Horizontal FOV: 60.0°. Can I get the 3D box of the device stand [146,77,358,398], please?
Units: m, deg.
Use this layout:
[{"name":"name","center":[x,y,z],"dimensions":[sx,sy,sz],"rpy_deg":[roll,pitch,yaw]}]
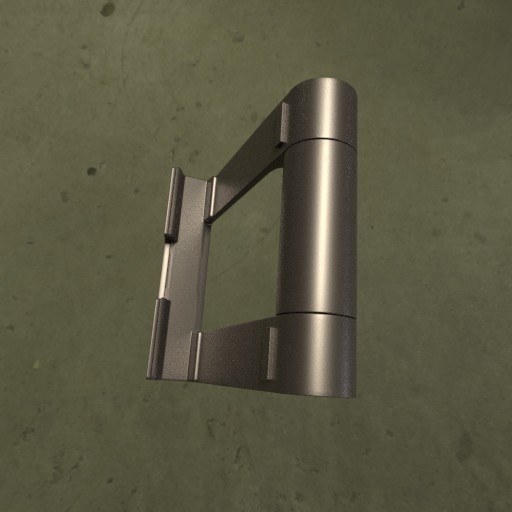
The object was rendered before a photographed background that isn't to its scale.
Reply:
[{"name":"device stand","center":[0.000,0.000,0.155],"dimensions":[0.079,0.084,0.088],"rpy_deg":[4,75,1]}]
